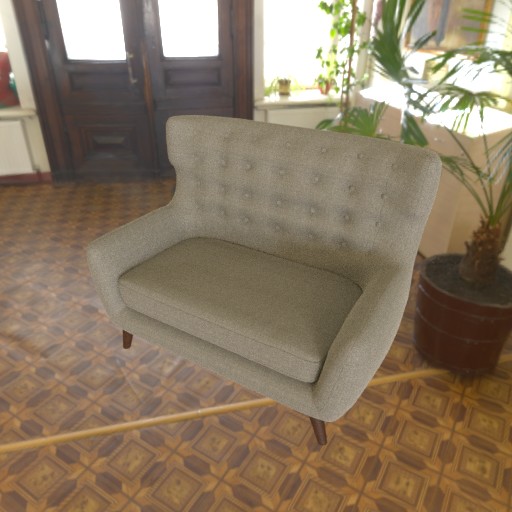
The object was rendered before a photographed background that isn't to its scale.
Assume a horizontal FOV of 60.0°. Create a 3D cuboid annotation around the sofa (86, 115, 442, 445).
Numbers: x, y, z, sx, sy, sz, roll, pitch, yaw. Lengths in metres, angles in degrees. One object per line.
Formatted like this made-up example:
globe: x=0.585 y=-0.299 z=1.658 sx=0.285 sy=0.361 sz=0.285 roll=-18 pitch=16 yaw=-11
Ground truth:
sofa: x=0.000 y=0.000 z=2.046 sx=1.386 sy=1.028 sz=0.884 roll=17 pitch=34 yaw=27
